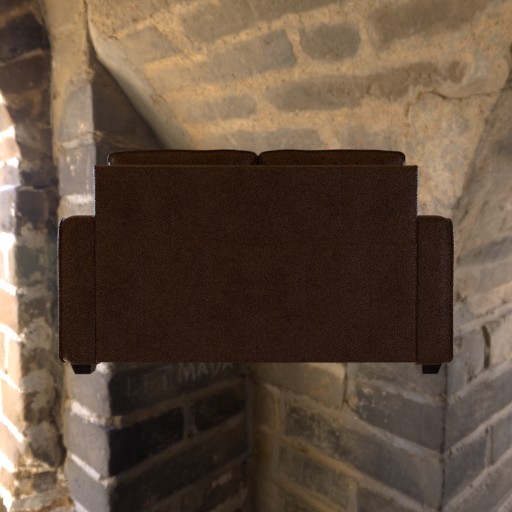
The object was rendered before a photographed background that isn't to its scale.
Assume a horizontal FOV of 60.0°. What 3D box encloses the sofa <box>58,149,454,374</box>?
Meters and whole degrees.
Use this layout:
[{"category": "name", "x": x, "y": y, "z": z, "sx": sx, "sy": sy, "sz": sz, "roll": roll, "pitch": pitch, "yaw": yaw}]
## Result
[{"category": "sofa", "x": 0.000, "y": 0.000, "z": 2.145, "sx": 1.532, "sy": 0.896, "sz": 1.020, "roll": 0, "pitch": 1, "yaw": 0}]
